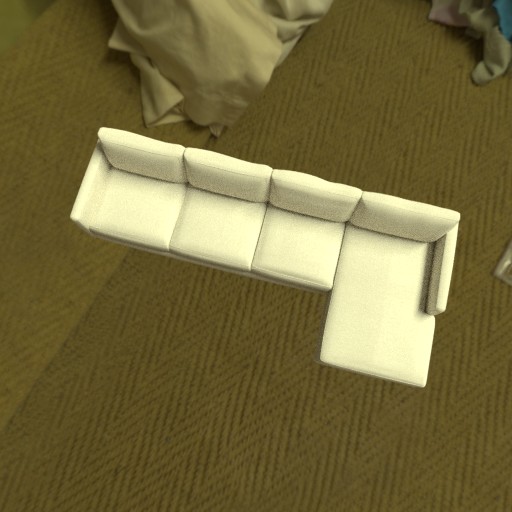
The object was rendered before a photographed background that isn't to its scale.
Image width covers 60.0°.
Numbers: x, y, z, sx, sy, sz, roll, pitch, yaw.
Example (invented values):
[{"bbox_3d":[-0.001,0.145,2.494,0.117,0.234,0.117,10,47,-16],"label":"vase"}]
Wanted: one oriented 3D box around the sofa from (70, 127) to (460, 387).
[{"bbox_3d":[0.000,0.000,2.919,2.445,0.677,1.126,14,77,3],"label":"sofa"}]
